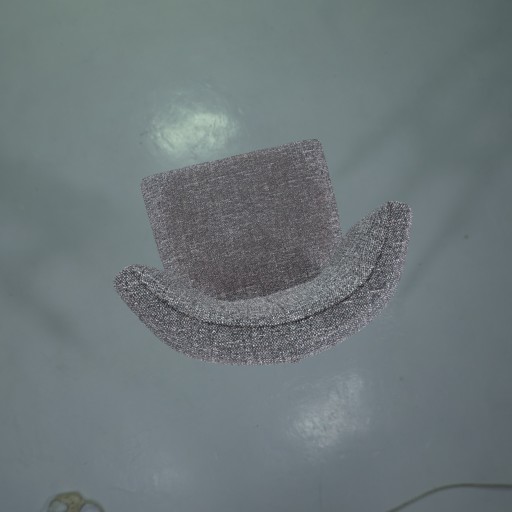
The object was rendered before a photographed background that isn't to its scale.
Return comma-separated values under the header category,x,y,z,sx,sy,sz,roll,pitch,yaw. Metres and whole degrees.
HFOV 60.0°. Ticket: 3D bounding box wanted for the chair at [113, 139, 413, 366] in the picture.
category,x,y,z,sx,sy,sz,roll,pitch,yaw
chair,0.000,0.000,1.262,0.611,0.824,0.617,-14,77,-3
